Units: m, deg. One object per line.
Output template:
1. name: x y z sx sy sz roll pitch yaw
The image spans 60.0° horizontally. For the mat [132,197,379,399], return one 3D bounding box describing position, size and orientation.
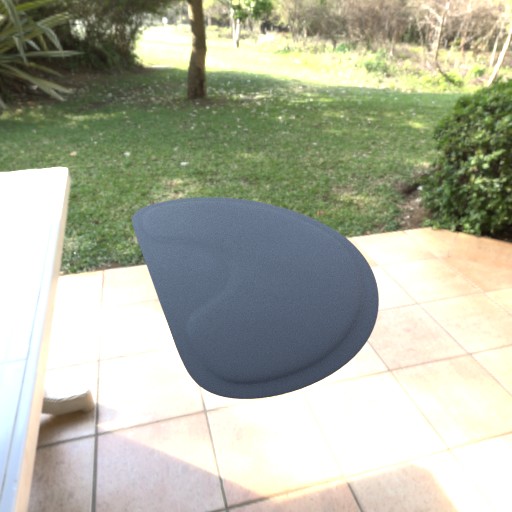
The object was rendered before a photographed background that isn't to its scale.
1. mat: 0.000 0.000 1.930 0.913 0.013 1.524 -11 31 -19
